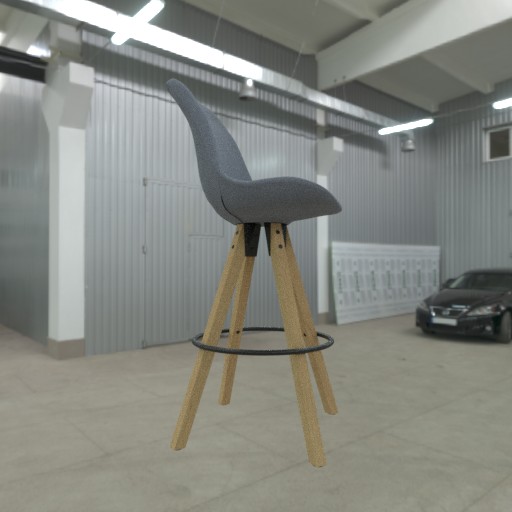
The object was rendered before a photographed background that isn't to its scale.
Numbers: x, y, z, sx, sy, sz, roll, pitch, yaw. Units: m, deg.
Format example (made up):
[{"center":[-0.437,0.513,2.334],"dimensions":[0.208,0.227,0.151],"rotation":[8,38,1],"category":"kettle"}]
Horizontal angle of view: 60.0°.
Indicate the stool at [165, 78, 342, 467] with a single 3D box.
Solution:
[{"center":[0.000,0.000,1.445],"dimensions":[0.550,1.115,0.485],"rotation":[0,-1,15],"category":"stool"}]
